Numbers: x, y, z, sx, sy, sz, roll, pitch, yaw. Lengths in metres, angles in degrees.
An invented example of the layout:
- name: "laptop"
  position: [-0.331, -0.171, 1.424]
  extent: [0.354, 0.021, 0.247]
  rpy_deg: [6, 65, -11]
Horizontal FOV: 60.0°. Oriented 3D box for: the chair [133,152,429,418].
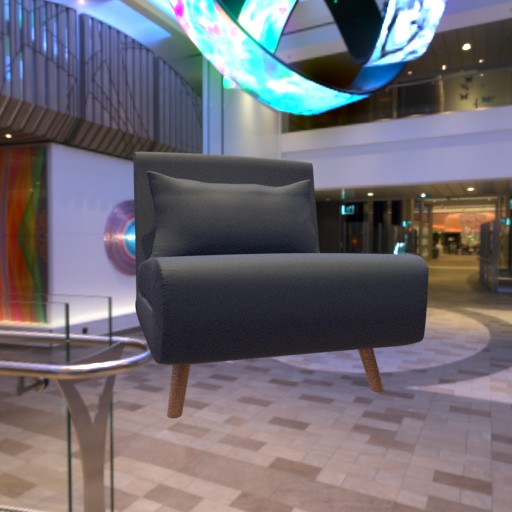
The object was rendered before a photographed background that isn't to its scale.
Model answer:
- name: "chair"
  position: [0.000, 0.000, 1.508]
  extent: [0.770, 0.808, 0.900]
  rpy_deg: [-1, 2, -18]
